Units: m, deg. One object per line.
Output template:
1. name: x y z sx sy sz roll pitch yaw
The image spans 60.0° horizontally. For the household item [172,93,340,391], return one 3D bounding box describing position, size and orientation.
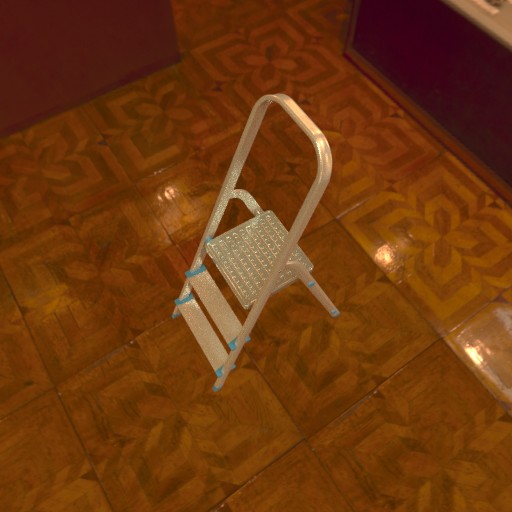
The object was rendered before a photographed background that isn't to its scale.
1. household item: 0.000 0.000 1.568 0.687 1.215 0.420 -29 66 -14
